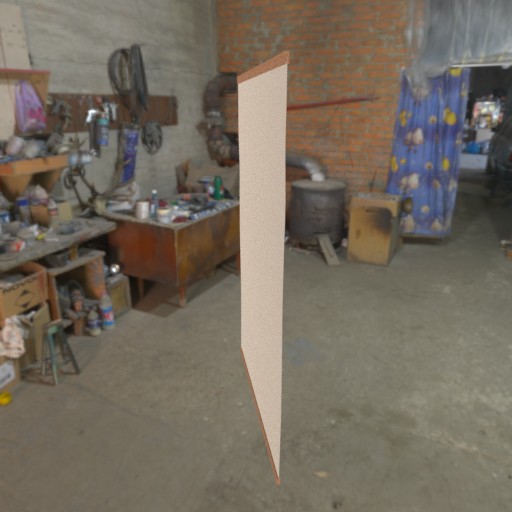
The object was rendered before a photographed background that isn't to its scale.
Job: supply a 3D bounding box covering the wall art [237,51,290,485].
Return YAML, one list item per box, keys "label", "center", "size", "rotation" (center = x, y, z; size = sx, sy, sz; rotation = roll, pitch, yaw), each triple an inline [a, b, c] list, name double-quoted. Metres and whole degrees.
- label: "wall art"
  center: [0.000, 0.000, 1.941]
  size: [0.019, 1.527, 1.019]
  rotation: [-3, 18, -9]
